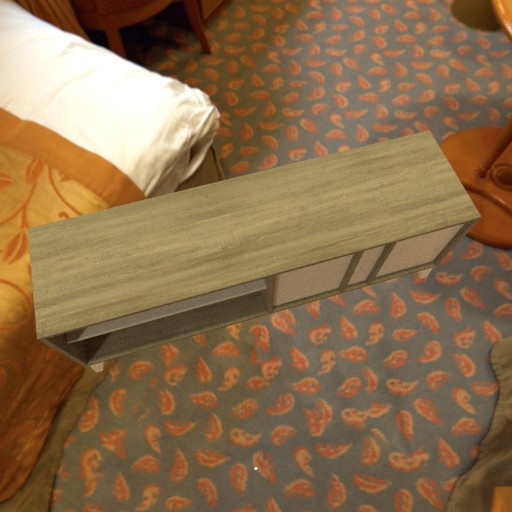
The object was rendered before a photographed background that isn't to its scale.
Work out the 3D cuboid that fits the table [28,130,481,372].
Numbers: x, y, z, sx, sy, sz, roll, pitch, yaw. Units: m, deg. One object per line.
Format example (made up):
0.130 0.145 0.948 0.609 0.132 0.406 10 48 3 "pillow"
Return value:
0.000 0.000 1.754 1.500 0.530 0.400 -15 65 -7 "table"
